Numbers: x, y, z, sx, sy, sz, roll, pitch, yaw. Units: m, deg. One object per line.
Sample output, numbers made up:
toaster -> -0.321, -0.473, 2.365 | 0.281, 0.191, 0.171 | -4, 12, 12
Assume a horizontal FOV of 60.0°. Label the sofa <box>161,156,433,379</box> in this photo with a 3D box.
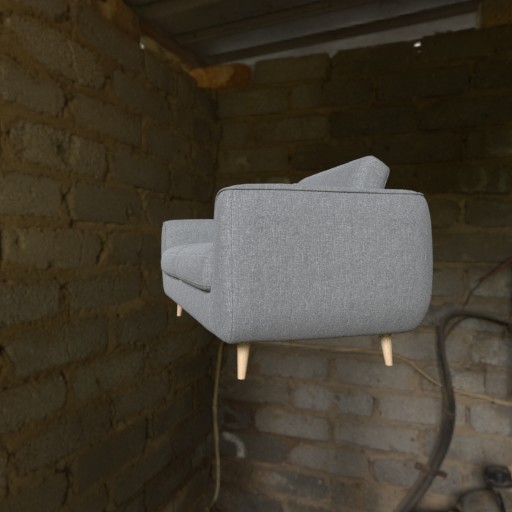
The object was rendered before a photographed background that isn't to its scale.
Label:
sofa -> 0.000, 0.000, 2.477 | 0.920, 0.870, 2.000 | 0, 1, -18
